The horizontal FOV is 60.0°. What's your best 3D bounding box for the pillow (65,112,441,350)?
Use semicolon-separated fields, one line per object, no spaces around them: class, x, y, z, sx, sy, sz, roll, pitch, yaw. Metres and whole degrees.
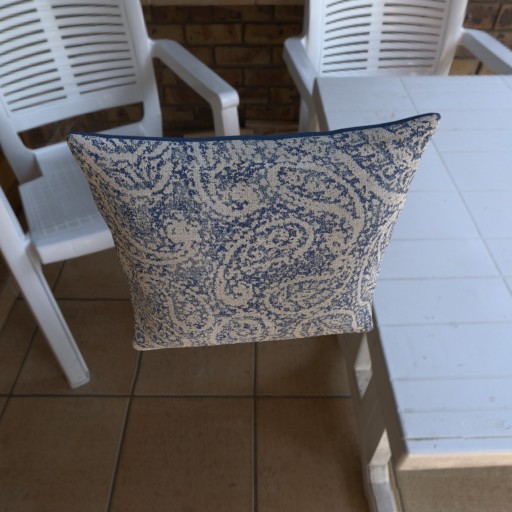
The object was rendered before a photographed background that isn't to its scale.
pillow;0.000;0.000;0.782;0.523;0.510;0.166;-4;46;-4
